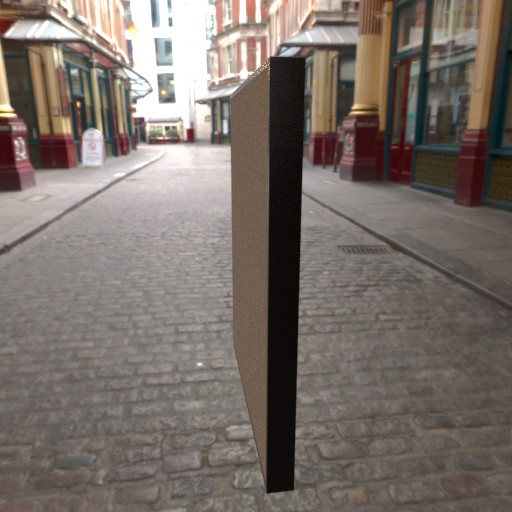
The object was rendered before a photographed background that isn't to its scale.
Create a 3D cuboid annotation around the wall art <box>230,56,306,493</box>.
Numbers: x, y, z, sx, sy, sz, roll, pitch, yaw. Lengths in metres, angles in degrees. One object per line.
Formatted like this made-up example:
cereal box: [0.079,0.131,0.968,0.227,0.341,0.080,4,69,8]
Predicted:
wall art: [0.000,0.000,0.749,0.038,0.551,0.448,-2,15,-8]
